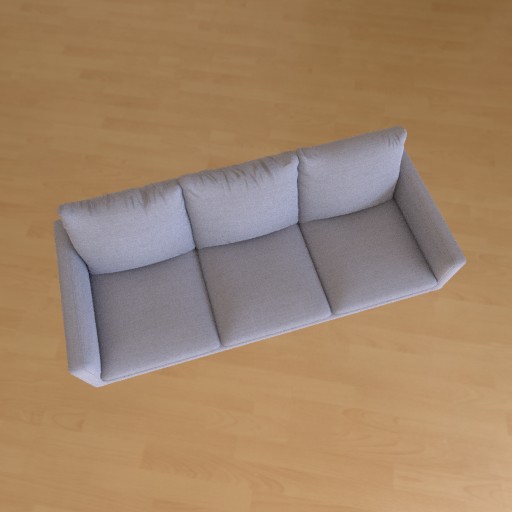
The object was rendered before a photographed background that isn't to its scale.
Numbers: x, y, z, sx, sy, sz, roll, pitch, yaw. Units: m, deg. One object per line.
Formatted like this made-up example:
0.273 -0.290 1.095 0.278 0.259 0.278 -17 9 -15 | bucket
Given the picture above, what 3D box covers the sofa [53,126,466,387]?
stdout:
0.000 0.000 2.421 2.000 0.830 0.850 -15 65 -7 | sofa
